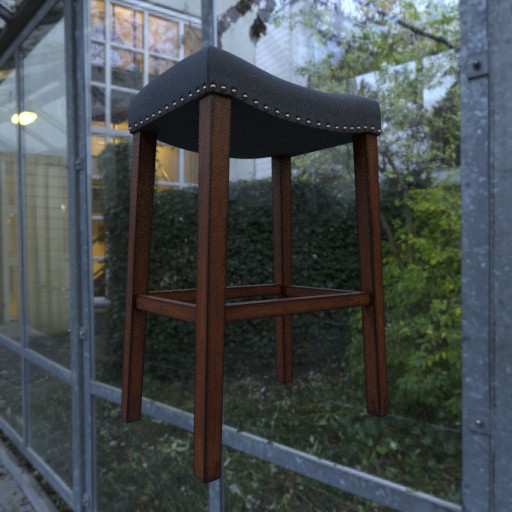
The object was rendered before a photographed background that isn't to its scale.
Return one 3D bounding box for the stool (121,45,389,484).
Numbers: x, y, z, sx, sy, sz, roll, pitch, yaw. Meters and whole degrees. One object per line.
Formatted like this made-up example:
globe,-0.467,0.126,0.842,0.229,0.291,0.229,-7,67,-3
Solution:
stool,0.000,0.000,1.022,0.502,0.748,0.366,-1,1,-38
